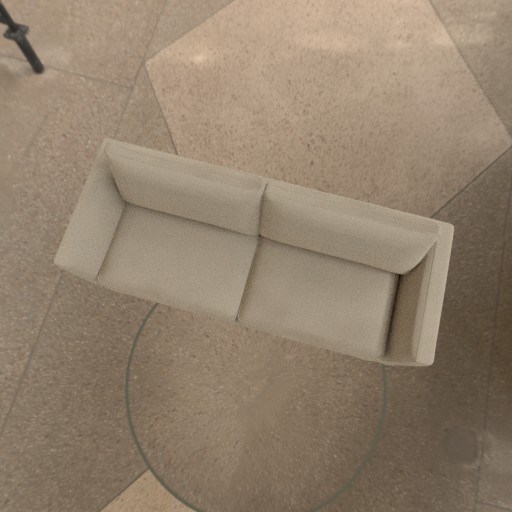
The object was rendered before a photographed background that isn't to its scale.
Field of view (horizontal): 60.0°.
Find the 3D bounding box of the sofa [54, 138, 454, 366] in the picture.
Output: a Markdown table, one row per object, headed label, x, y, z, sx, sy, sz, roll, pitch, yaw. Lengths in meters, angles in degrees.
| label | x | y | z | sx | sy | sz | roll | pitch | yaw |
| --- | --- | --- | --- | --- | --- | --- | --- | --- | --- |
| sofa | 0.000 | 0.000 | 2.811 | 2.214 | 1.005 | 0.868 | 15 | 75 | 4 |
